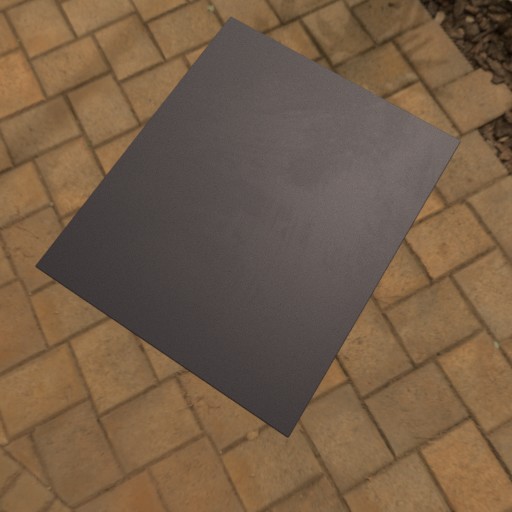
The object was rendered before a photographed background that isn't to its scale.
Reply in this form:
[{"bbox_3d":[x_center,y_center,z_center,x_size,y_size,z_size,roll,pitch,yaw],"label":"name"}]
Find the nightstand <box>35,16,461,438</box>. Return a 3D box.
[{"bbox_3d":[0.000,0.000,0.921,0.402,0.623,0.479,32,78,8],"label":"nightstand"}]
